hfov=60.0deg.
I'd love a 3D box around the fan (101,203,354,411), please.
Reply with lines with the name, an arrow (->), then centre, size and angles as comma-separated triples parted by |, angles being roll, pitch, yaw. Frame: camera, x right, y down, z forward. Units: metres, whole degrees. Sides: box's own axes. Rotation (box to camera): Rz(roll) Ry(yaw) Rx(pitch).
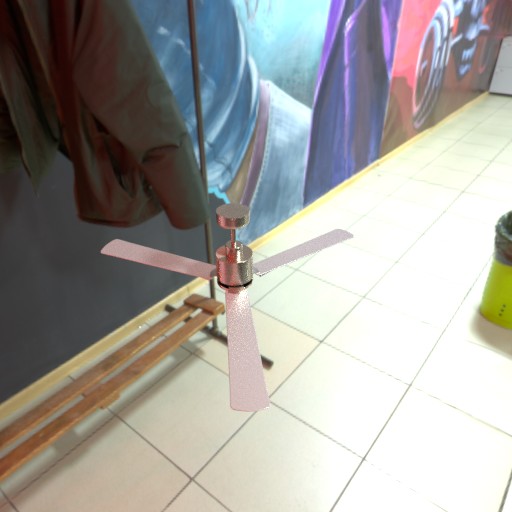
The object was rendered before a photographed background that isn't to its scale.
fan -> 0.000, 0.000, 2.303 | 1.561, 0.446, 1.531 | -11, 34, -16
